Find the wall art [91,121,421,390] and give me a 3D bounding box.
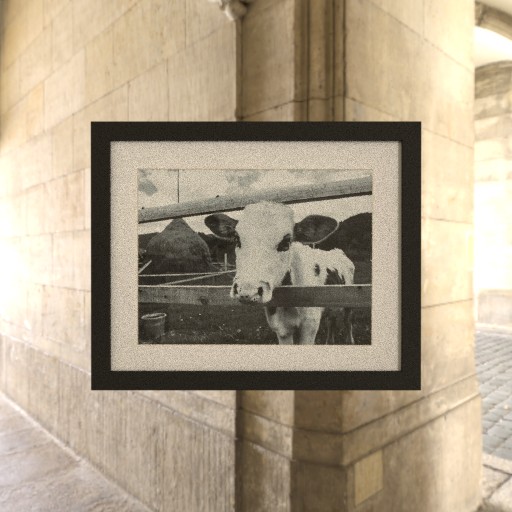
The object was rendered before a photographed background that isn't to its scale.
[{"bbox_3d":[0.000,0.000,0.554,0.404,0.329,0.024,0,0,0],"label":"wall art"}]
